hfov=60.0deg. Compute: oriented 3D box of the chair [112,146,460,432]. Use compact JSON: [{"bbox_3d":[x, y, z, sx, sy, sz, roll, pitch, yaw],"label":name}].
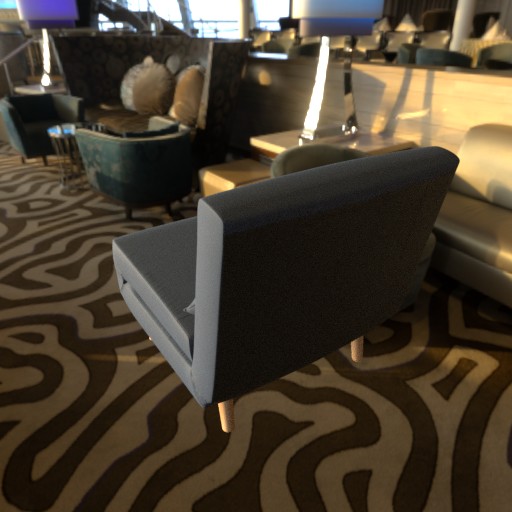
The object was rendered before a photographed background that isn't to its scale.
[{"bbox_3d":[0.000,0.000,1.513,0.770,0.808,0.900,-18,33,-30],"label":"chair"}]
